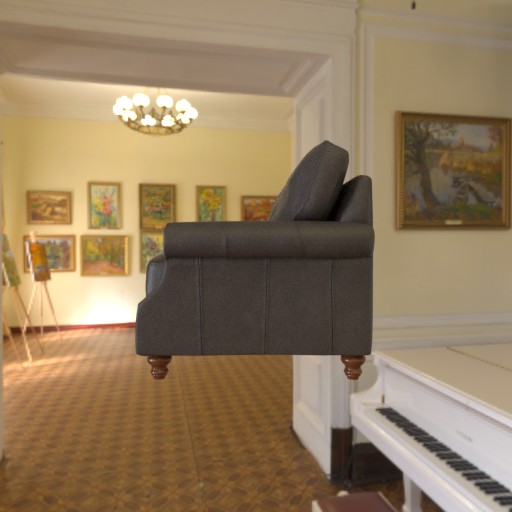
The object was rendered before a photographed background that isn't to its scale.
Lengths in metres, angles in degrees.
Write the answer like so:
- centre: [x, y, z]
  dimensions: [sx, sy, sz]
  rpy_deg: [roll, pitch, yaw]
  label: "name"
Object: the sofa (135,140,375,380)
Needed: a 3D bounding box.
- centre: [0.000, 0.000, 2.852]
  dimensions: [0.974, 0.977, 2.387]
  rpy_deg: [0, 1, 0]
  label: "sofa"
